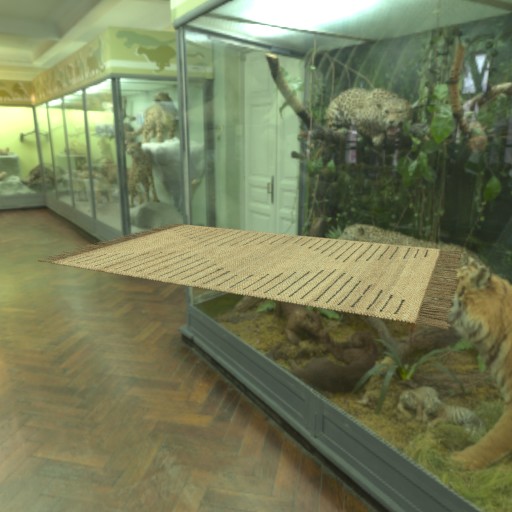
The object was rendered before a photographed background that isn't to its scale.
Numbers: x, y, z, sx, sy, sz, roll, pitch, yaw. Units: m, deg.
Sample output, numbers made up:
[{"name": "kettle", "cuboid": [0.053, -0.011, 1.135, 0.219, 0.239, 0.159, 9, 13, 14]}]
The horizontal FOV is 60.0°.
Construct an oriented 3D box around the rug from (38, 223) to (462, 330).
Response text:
[{"name": "rug", "cuboid": [0.000, 0.000, 2.487, 2.085, 0.027, 1.224, 7, 16, 25]}]
